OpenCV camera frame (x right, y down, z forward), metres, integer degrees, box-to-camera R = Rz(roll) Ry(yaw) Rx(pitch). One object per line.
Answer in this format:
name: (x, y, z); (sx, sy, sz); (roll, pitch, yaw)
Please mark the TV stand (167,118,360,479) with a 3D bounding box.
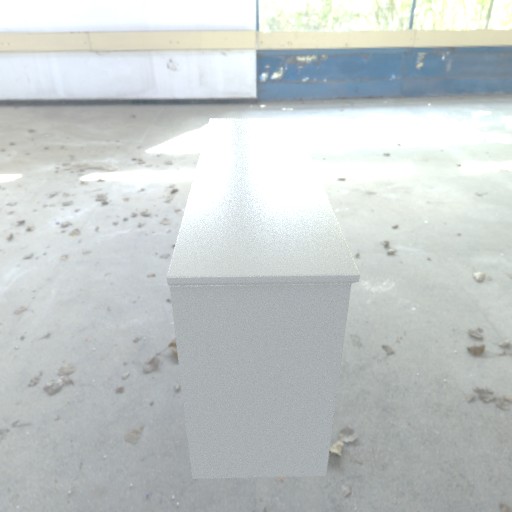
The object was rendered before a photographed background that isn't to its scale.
TV stand: (0.000, 0.000, 1.440); (0.344, 0.603, 1.167); (-1, 30, -1)
